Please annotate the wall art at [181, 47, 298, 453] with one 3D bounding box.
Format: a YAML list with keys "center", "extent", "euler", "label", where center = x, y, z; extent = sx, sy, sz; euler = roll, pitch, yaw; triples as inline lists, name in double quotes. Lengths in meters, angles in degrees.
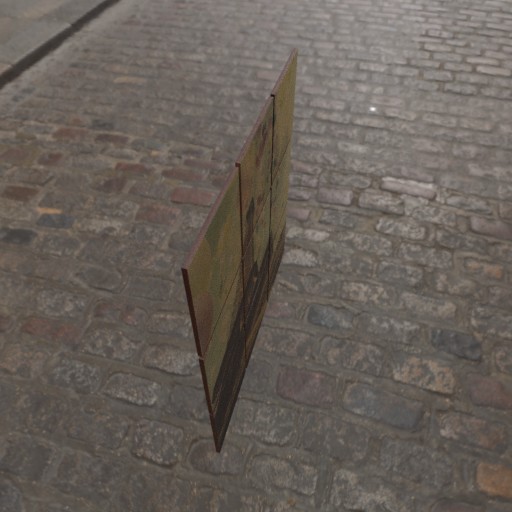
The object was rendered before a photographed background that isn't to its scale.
- center: [0.000, 0.000, 1.898]
  extent: [0.017, 1.246, 1.256]
  euler: [12, 49, 10]
  label: "wall art"
